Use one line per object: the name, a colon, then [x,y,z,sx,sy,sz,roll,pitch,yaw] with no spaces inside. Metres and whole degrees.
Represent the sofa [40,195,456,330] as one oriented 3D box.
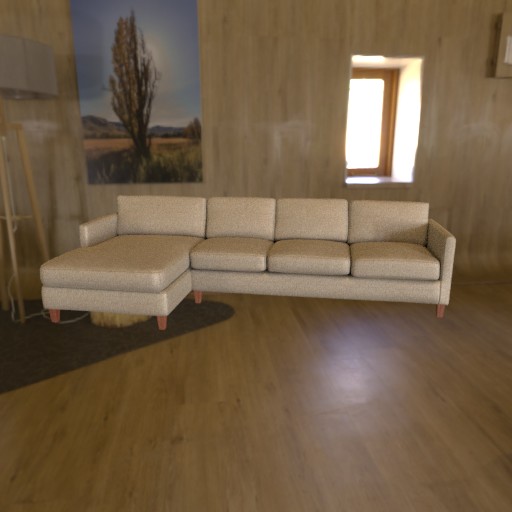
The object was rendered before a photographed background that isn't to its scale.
sofa: [0.000,0.000,3.823,3.201,0.876,1.502,2,15,9]
